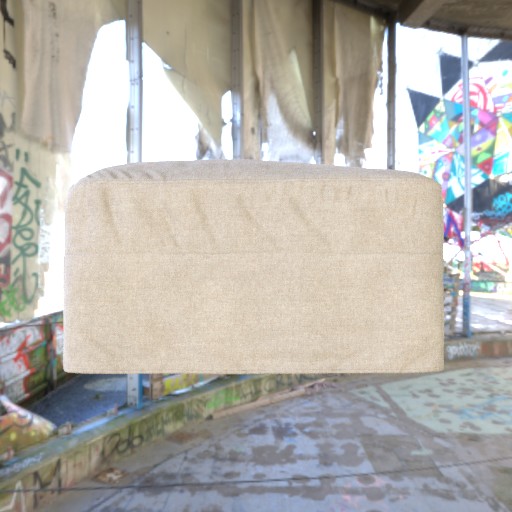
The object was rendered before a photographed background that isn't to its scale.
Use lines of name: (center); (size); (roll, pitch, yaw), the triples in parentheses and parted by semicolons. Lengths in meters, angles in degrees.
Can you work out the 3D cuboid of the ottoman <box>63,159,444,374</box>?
ottoman: (0.000, 0.000, 1.229); (0.837, 0.481, 0.683); (0, 0, 1)
